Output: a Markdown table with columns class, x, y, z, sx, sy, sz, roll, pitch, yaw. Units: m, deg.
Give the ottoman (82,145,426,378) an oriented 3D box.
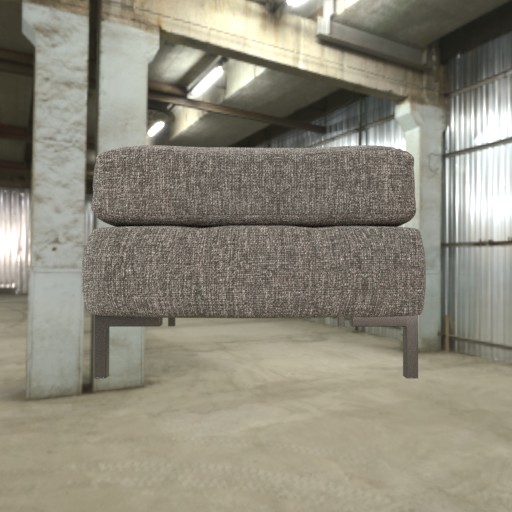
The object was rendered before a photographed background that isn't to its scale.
| class | x | y | z | sx | sy | sz | roll | pitch | yaw |
| --- | --- | --- | --- | --- | --- | --- | --- | --- | --- |
| ottoman | 0.000 | 0.000 | 1.216 | 0.683 | 0.480 | 0.828 | 0 | -1 | 0 |
